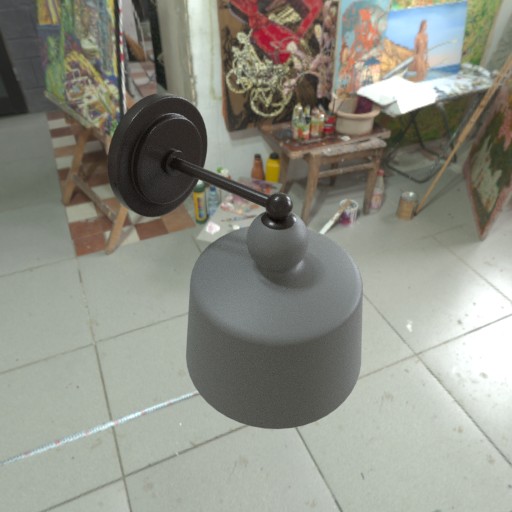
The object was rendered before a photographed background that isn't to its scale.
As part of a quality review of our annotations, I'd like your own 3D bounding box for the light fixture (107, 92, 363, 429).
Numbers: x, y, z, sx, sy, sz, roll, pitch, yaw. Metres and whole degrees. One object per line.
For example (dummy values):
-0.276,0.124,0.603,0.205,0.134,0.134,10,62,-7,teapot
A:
0.000,0.000,0.448,0.254,0.268,0.204,26,48,27,light fixture
